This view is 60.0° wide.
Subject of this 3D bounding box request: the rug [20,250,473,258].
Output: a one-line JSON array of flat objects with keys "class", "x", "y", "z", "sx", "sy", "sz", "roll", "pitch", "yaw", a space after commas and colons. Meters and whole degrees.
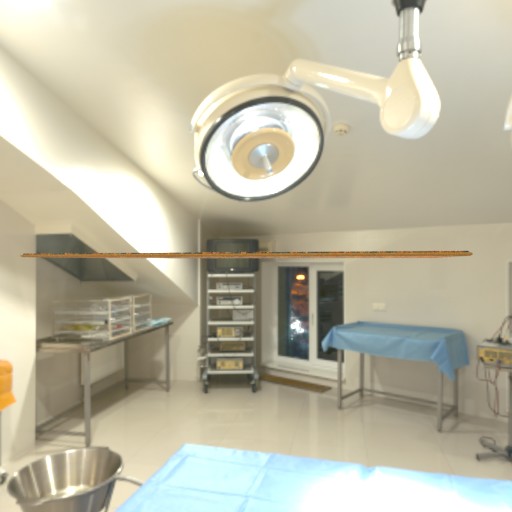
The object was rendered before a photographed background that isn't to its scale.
[{"class": "rug", "x": 0.000, "y": 0.000, "z": 1.062, "sx": 0.863, "sy": 0.008, "sz": 0.557, "roll": 0, "pitch": -1, "yaw": 18}]
